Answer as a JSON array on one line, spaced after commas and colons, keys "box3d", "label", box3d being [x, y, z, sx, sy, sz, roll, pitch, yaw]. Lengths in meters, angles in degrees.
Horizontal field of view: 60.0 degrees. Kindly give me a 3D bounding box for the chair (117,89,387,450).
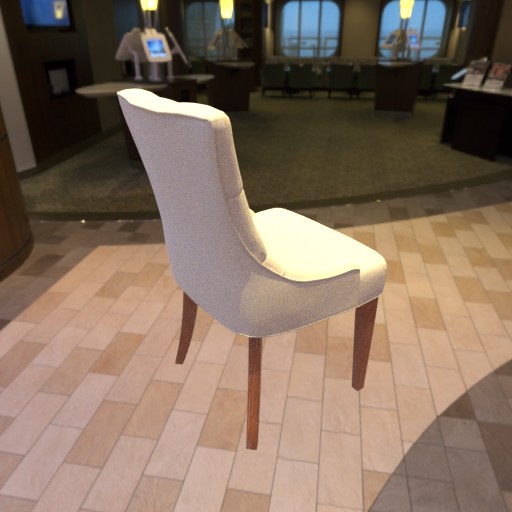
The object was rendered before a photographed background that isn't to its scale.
[{"box3d": [0.000, 0.000, 1.228, 0.565, 0.874, 0.509, -18, 32, -31], "label": "chair"}]
